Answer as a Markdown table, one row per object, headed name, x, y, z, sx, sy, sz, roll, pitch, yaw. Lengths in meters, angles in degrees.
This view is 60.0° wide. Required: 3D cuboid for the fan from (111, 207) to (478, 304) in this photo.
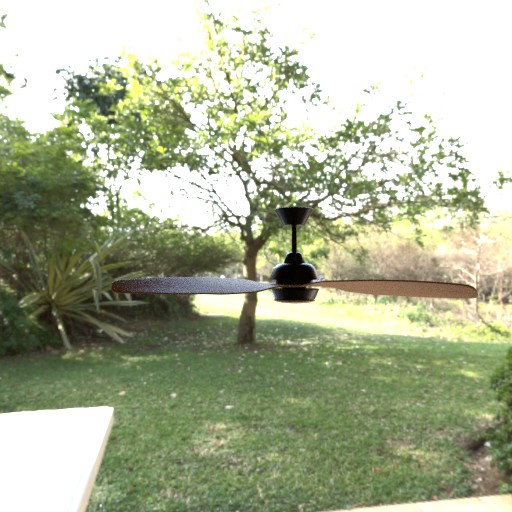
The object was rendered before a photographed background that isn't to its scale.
| name | x | y | z | sx | sy | sz | roll | pitch | yaw |
| --- | --- | --- | --- | --- | --- | --- | --- | --- | --- |
| fan | 0.000 | 0.000 | 1.625 | 1.010 | 0.355 | 1.142 | 0 | -1 | -16 |
